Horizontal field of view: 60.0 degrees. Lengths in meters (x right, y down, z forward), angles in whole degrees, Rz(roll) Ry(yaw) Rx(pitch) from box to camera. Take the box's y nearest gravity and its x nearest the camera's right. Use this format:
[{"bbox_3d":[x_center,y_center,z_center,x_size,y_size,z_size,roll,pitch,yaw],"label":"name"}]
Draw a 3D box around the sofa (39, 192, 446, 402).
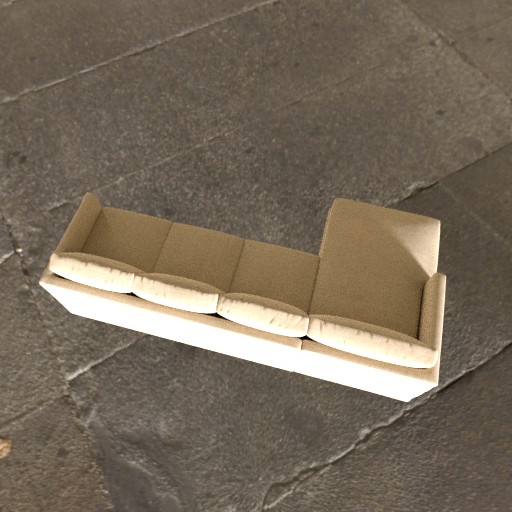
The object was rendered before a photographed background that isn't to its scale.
[{"bbox_3d":[0.000,0.000,3.974,3.205,0.922,1.650,13,64,7],"label":"sofa"}]
